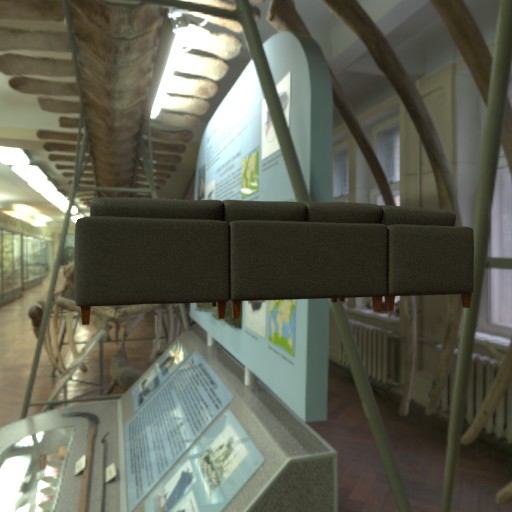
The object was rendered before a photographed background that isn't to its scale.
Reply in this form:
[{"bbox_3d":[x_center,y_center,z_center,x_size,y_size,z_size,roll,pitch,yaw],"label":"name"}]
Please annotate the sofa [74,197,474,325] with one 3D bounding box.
[{"bbox_3d":[0.000,0.000,4.789,3.460,0.961,2.594,0,0,-17],"label":"sofa"}]
